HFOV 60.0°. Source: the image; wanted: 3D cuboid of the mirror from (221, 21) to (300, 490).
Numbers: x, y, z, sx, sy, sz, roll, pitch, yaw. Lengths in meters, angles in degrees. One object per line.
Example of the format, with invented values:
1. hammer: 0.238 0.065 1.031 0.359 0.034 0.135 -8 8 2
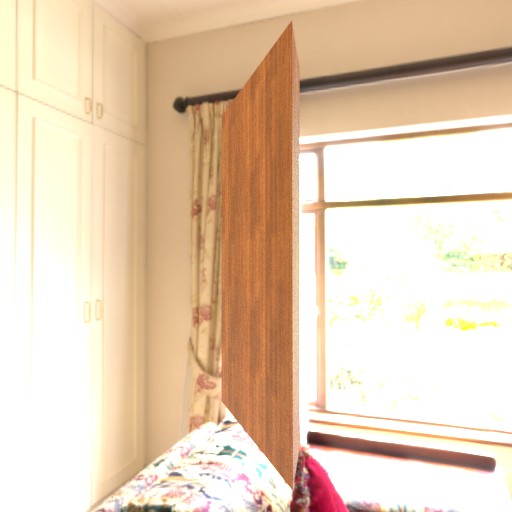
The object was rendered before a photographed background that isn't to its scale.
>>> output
1. mirror: 0.000 0.000 1.268 0.047 1.010 0.651 0 -1 -18
